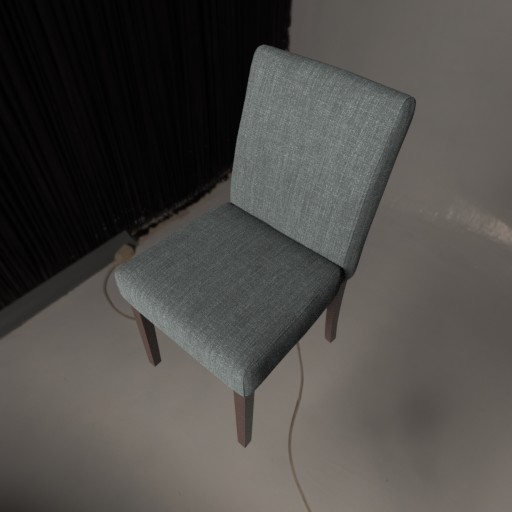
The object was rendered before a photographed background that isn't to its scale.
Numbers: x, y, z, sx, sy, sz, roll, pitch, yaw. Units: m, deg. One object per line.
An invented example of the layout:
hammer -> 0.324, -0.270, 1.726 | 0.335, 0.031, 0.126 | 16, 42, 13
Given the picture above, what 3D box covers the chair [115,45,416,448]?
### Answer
chair -> 0.000, 0.000, 1.243 | 0.487, 0.884, 0.629 | 32, 55, 26
